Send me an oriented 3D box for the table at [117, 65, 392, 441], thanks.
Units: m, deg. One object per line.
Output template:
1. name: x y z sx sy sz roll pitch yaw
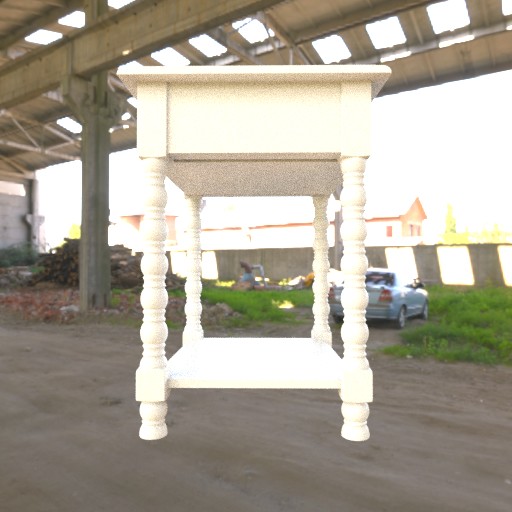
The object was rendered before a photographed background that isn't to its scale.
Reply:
1. table: 0.000 0.000 0.836 0.381 0.531 0.460 0 -2 1
